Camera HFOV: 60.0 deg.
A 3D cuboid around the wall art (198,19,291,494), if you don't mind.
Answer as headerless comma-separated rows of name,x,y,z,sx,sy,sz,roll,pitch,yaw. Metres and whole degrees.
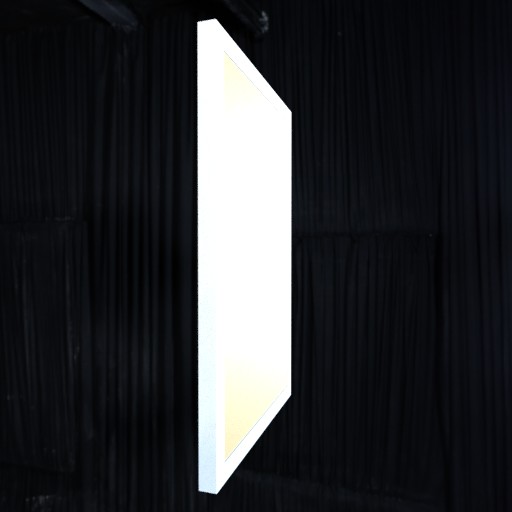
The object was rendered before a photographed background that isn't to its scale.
wall art,0.000,0.000,1.150,0.039,0.915,0.612,0,1,18
